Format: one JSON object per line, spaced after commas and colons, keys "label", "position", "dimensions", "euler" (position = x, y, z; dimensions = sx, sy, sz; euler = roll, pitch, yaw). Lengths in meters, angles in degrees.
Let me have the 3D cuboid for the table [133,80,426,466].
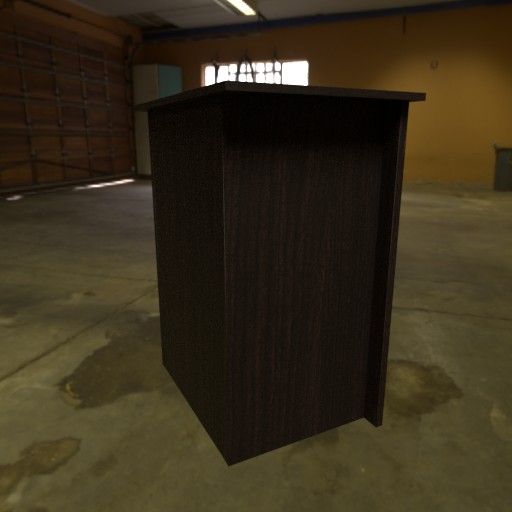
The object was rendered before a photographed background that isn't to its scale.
{"label": "table", "position": [0.000, 0.000, 1.071], "dimensions": [0.406, 0.711, 0.591], "euler": [-8, 17, -27]}
